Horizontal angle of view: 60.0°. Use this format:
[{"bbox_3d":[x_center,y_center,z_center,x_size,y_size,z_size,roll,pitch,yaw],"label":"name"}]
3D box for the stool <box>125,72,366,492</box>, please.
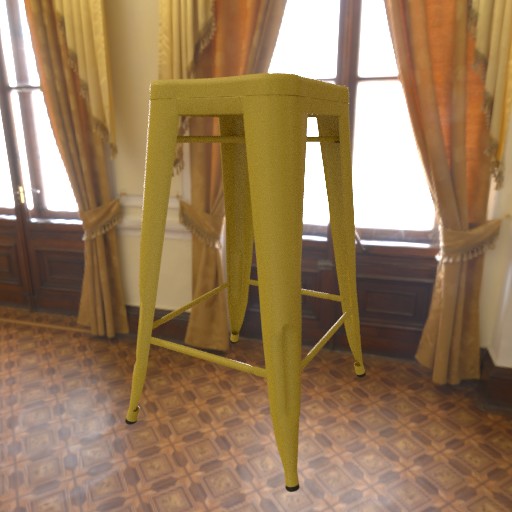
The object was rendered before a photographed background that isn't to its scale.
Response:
[{"bbox_3d":[0.000,0.000,0.839,0.359,0.609,0.399,9,18,27],"label":"stool"}]
